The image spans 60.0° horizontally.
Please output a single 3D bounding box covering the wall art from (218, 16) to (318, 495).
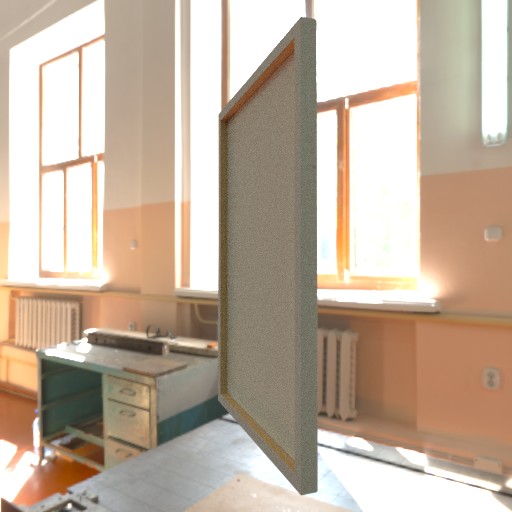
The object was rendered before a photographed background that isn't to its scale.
[{"bbox_3d":[0.000,0.000,1.135,0.038,0.912,0.607,0,-1,-20],"label":"wall art"}]
